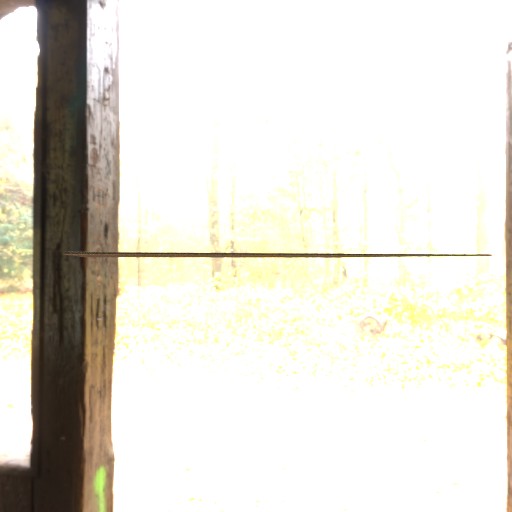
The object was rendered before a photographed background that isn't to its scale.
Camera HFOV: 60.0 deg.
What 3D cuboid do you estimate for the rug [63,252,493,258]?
[{"bbox_3d":[0.000,0.000,4.097,3.050,0.015,2.441,0,-1,-18],"label":"rug"}]
